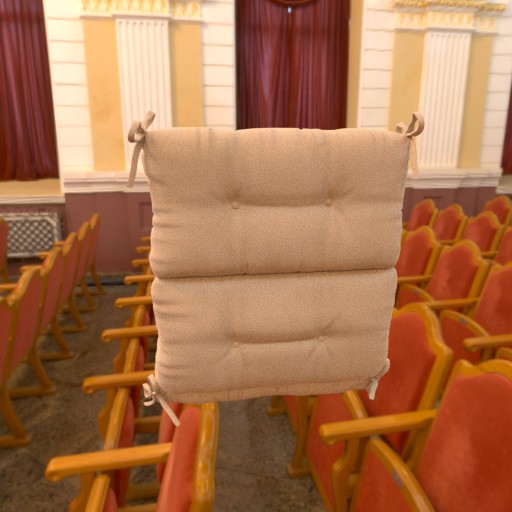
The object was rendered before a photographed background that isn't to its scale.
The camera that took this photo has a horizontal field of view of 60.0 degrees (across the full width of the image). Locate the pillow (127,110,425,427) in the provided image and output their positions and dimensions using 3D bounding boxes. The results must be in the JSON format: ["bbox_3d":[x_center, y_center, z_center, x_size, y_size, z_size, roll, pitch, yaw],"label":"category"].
[{"bbox_3d":[0.000,0.000,1.023,0.519,0.605,0.571,-2,14,-9],"label":"pillow"}]
